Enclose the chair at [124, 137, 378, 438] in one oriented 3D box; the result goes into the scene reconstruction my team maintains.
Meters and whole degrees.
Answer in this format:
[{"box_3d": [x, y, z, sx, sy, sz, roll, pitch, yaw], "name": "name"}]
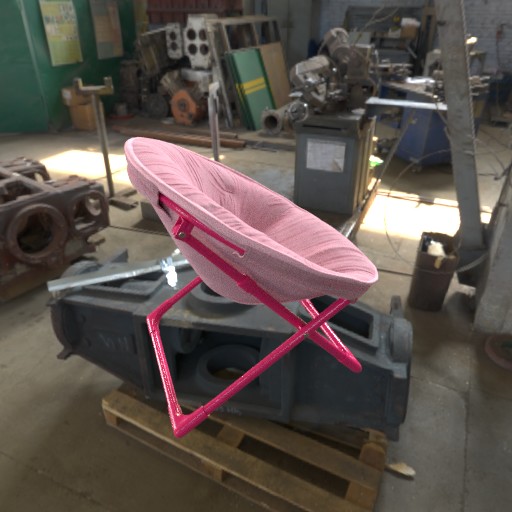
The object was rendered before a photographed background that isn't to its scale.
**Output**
[{"box_3d": [0.000, 0.000, 0.913, 0.459, 0.494, 0.522, -10, 32, -17], "name": "chair"}]
